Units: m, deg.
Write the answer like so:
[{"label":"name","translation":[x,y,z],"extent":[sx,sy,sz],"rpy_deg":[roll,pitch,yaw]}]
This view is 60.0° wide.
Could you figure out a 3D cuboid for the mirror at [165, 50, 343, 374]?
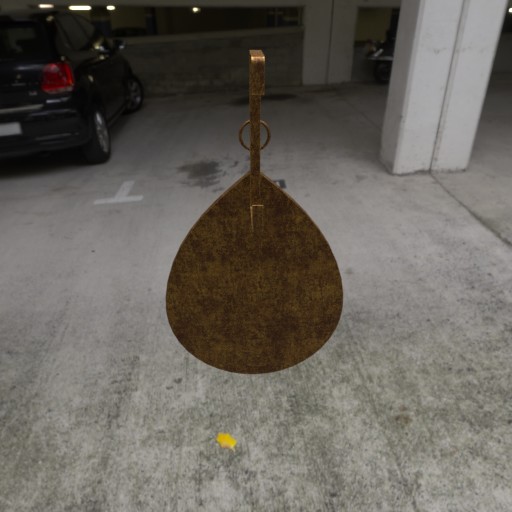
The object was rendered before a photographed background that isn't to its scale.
[{"label":"mirror","translation":[0.000,0.000,0.887],"extent":[0.405,0.744,0.144],"rpy_deg":[-1,30,-2]}]
